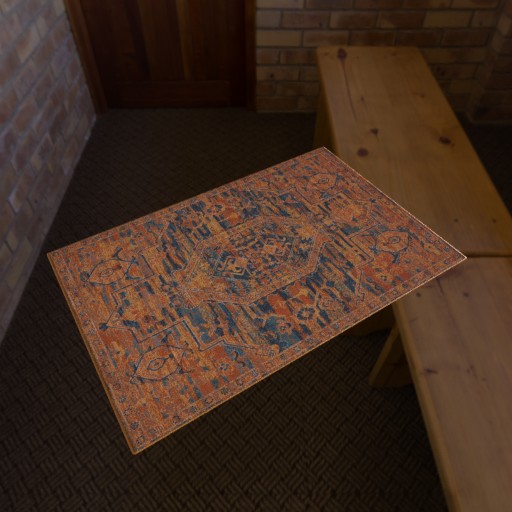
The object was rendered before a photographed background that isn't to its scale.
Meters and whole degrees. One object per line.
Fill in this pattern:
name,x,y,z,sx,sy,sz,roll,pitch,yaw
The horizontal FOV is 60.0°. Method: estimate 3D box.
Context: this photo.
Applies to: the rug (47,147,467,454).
rug,0.000,0.000,2.212,1.758,0.013,1.148,-25,52,-21
